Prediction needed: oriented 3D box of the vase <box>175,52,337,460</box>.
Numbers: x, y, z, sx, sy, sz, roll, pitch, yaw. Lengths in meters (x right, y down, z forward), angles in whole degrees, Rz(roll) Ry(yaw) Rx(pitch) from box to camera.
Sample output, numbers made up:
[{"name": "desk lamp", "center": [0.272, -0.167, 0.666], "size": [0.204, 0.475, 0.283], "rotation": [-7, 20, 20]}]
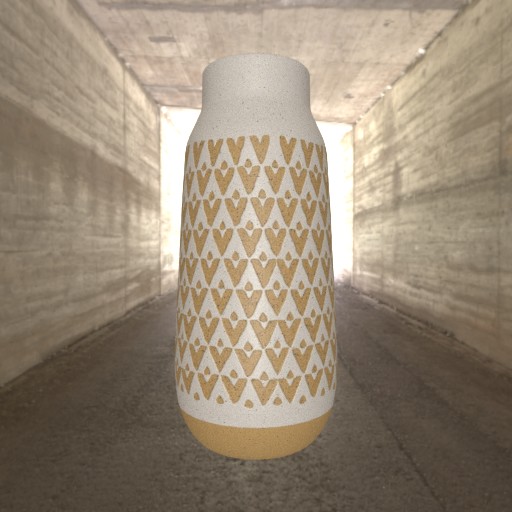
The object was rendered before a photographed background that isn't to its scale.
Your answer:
[{"name": "vase", "center": [0.000, 0.000, 0.379], "size": [0.137, 0.307, 0.137], "rotation": [0, 1, 0]}]
